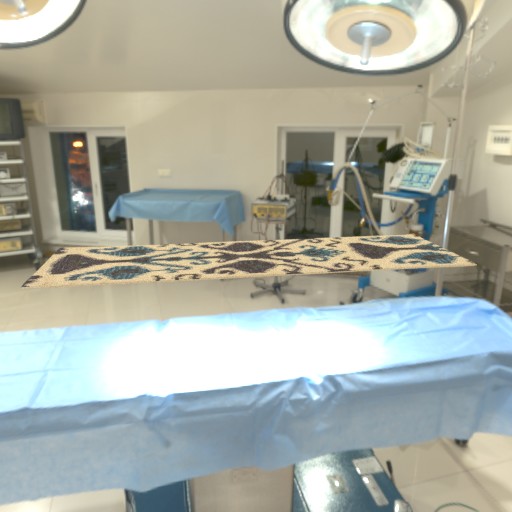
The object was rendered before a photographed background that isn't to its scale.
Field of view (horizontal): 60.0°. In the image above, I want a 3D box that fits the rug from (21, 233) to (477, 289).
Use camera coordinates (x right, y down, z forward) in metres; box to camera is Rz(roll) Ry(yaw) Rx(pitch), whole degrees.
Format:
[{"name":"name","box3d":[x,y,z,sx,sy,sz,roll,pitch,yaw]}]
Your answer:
[{"name":"rug","box3d":[0.000,0.000,2.529,2.301,0.017,0.692,-3,17,-9]}]
